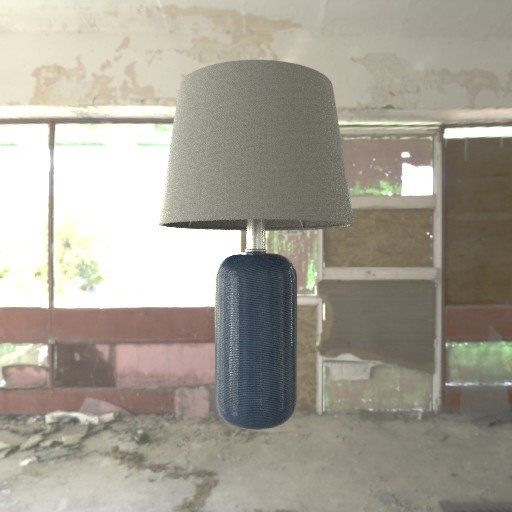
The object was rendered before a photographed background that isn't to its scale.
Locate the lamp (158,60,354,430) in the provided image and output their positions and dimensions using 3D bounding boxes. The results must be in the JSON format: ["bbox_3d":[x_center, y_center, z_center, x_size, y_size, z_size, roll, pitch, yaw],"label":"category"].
[{"bbox_3d":[0.000,0.000,0.583,0.253,0.428,0.253,0,1,0],"label":"lamp"}]
